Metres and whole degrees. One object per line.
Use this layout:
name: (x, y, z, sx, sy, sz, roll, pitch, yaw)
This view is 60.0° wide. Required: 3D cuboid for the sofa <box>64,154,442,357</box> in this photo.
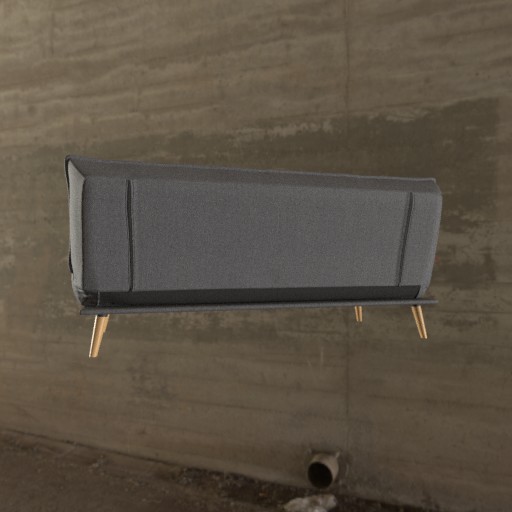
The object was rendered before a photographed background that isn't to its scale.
sofa: (0.000, 0.000, 2.512, 1.940, 0.890, 0.950, 0, -1, -16)
